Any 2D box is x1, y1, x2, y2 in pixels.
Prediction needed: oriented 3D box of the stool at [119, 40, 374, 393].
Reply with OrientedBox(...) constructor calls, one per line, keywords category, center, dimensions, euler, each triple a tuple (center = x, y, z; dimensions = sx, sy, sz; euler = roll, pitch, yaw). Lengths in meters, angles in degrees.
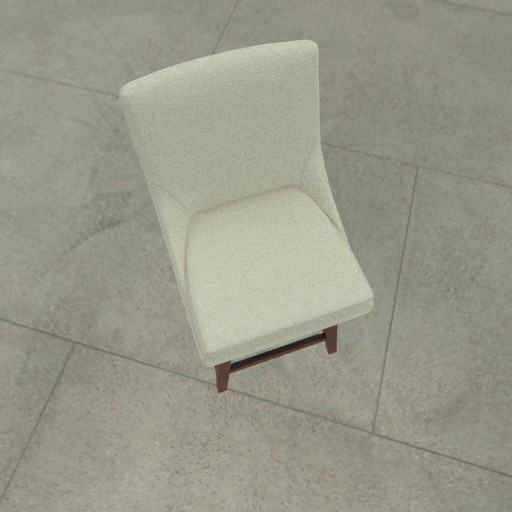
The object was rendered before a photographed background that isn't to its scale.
OrientedBox(category="stool", center=(0.000, 0.000, 1.300), dimensions=(0.469, 0.991, 0.559), euler=(-17, 66, -8))
